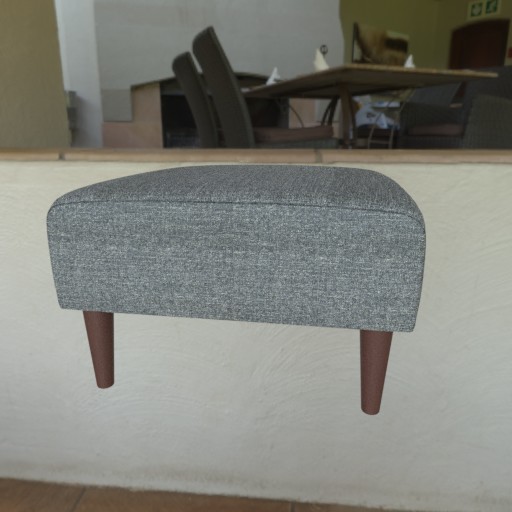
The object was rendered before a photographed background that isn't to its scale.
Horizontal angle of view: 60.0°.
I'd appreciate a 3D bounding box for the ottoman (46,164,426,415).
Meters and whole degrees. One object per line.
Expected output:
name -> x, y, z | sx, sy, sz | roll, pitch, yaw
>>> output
ottoman -> 0.000, 0.000, 1.041 | 0.648, 0.399, 0.655 | 3, 15, 9
